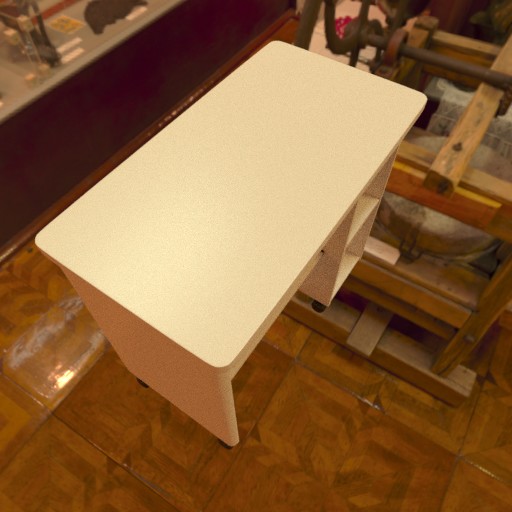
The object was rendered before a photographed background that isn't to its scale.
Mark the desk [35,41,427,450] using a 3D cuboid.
[{"bbox_3d":[0.000,0.000,1.302,0.475,0.763,0.877,29,60,19],"label":"desk"}]
